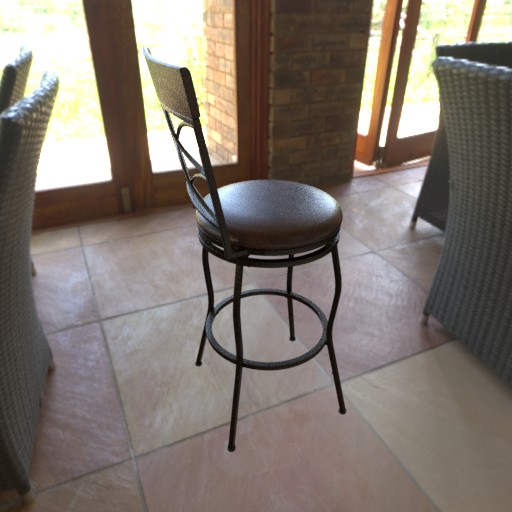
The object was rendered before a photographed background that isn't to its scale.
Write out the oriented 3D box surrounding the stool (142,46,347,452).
[{"bbox_3d":[0.000,0.000,1.342,0.513,1.130,0.448,-11,32,-18],"label":"stool"}]
